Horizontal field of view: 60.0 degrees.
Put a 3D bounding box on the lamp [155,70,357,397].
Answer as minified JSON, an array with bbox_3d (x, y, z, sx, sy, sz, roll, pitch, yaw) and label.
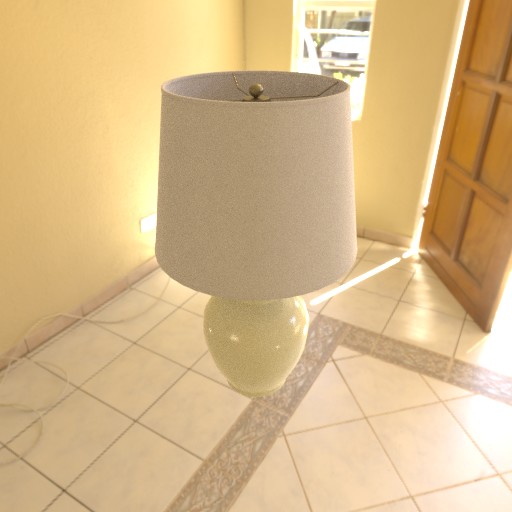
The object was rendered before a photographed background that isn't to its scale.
[{"bbox_3d":[0.000,0.000,0.544,0.239,0.399,0.239,0,30,0],"label":"lamp"}]
